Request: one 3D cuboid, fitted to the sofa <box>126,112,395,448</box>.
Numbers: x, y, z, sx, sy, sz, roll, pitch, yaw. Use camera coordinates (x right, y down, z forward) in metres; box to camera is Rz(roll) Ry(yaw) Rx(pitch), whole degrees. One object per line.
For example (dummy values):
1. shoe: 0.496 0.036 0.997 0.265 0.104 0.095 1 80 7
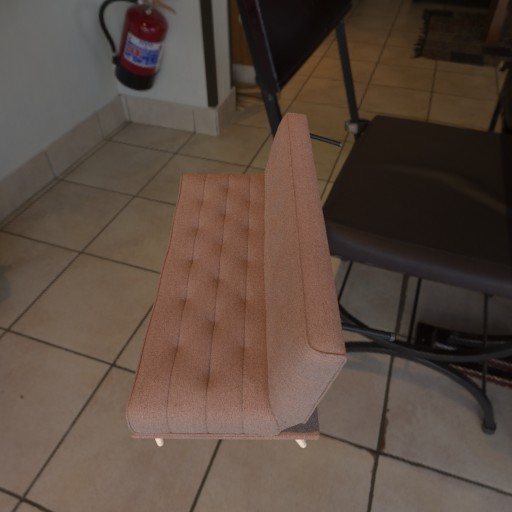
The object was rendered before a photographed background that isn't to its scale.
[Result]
1. sofa: 0.000 0.000 2.364 1.038 0.810 1.820 0 42 0
